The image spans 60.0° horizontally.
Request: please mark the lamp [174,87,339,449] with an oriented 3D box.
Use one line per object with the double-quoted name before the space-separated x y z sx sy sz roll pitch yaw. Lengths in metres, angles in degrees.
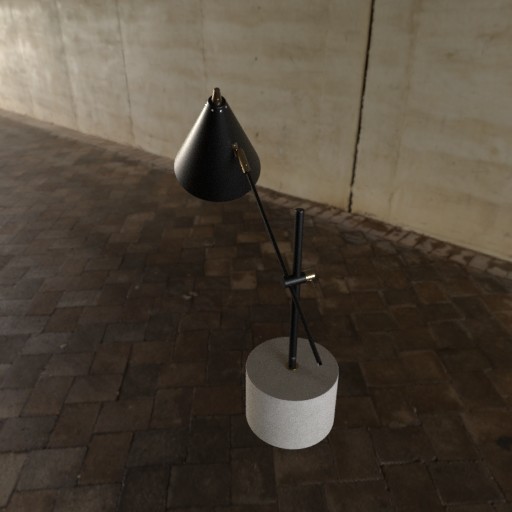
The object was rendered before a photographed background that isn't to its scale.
"lamp" 0.000 0.000 0.733 0.214 0.518 0.403 -8 29 -14
